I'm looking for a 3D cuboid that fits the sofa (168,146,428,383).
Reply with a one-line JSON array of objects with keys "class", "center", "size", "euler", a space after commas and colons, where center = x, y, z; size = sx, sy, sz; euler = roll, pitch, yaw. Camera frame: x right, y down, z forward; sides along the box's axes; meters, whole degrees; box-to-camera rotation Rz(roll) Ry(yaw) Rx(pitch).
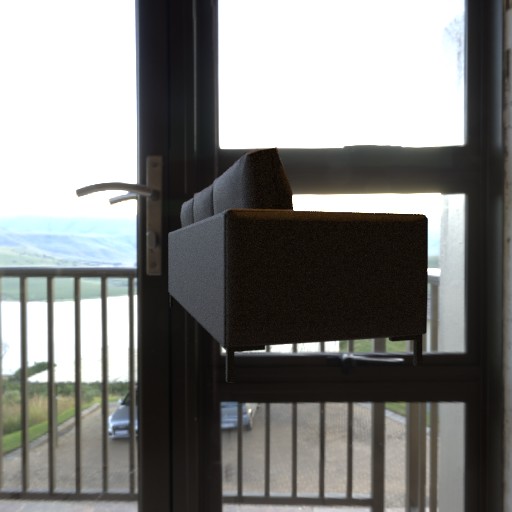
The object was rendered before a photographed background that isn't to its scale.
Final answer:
[{"class": "sofa", "center": [0.000, 0.000, 2.753], "size": [0.876, 0.882, 2.253], "euler": [0, 1, -16]}]
